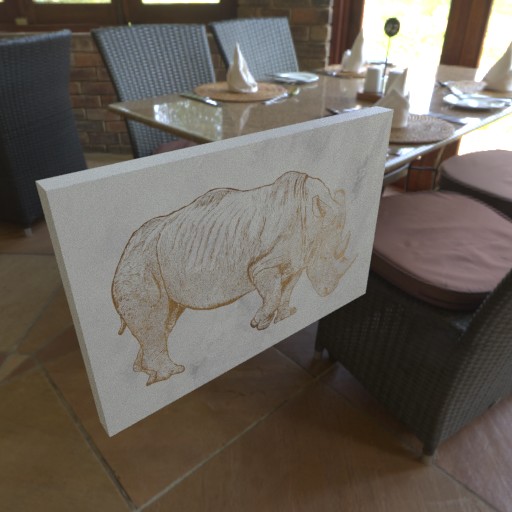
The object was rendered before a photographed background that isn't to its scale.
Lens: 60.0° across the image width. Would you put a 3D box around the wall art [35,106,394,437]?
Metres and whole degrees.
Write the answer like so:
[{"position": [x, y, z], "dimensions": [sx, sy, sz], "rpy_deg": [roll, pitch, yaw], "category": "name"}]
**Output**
[{"position": [0.000, 0.000, 0.756], "dimensions": [0.609, 0.407, 0.038], "rpy_deg": [-22, 37, -32], "category": "wall art"}]
